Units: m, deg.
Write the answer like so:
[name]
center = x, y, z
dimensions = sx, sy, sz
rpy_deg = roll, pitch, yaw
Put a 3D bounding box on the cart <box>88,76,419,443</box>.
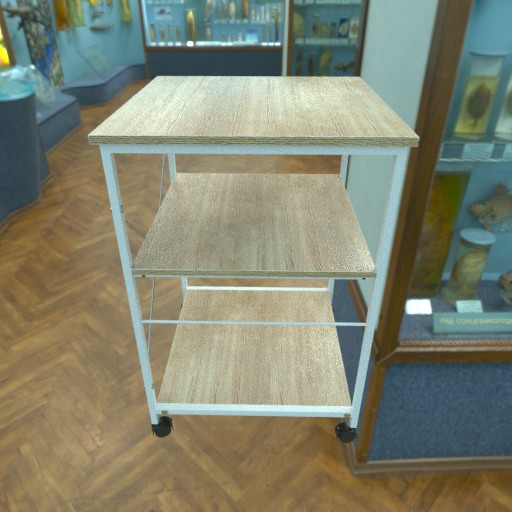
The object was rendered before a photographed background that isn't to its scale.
[cart]
center = 0.000, 0.000, 1.115
dimensions = 0.520, 0.762, 0.521
rpy_deg = 1, 32, 1
